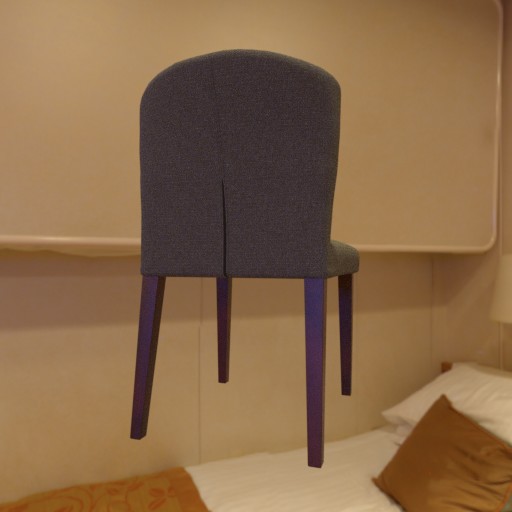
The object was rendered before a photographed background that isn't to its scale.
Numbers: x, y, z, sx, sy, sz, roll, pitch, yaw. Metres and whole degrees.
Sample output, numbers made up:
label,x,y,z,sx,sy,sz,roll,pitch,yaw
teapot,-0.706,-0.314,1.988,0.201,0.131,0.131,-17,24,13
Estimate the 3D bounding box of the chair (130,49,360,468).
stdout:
label,x,y,z,sx,sy,sz,roll,pitch,yaw
chair,0.000,0.000,1.176,0.491,0.839,0.589,0,0,19
